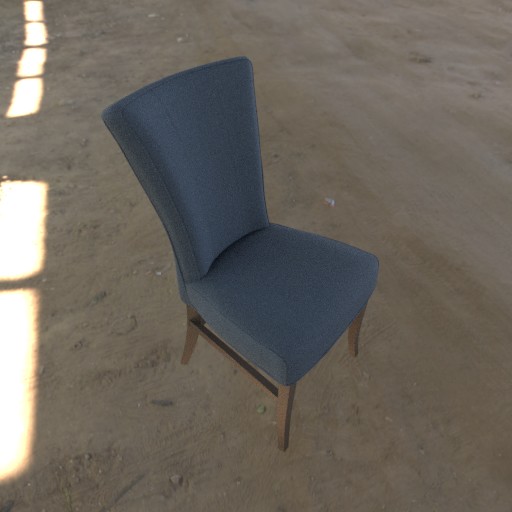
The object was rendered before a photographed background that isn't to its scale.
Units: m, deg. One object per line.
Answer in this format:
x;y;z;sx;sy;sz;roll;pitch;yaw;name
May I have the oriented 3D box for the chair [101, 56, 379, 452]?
0.000;0.000;1.376;0.660;0.991;0.520;27;48;28;chair
